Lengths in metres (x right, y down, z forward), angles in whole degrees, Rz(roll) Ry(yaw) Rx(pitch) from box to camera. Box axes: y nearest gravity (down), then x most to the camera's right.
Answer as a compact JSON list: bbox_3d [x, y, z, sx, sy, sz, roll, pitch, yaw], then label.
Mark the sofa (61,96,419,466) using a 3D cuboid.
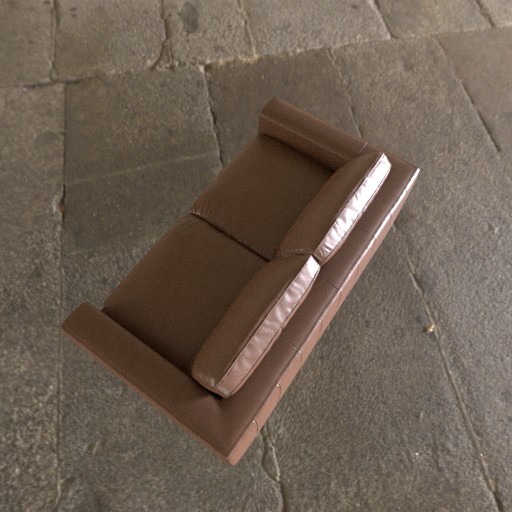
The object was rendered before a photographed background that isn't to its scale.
[{"bbox_3d":[0.000,0.000,2.528,1.070,0.800,1.920,32,67,15],"label":"sofa"}]
